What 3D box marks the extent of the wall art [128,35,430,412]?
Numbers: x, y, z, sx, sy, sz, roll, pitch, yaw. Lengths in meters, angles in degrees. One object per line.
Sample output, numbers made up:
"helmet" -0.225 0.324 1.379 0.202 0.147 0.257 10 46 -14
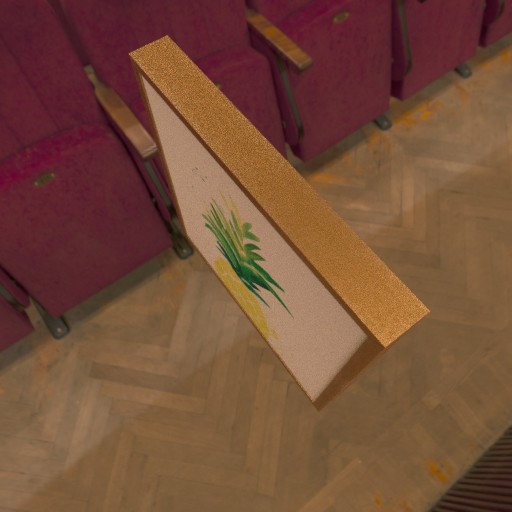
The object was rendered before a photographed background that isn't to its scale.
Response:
"wall art" 0.000 0.000 0.454 0.038 0.305 0.306 -33 68 -15
